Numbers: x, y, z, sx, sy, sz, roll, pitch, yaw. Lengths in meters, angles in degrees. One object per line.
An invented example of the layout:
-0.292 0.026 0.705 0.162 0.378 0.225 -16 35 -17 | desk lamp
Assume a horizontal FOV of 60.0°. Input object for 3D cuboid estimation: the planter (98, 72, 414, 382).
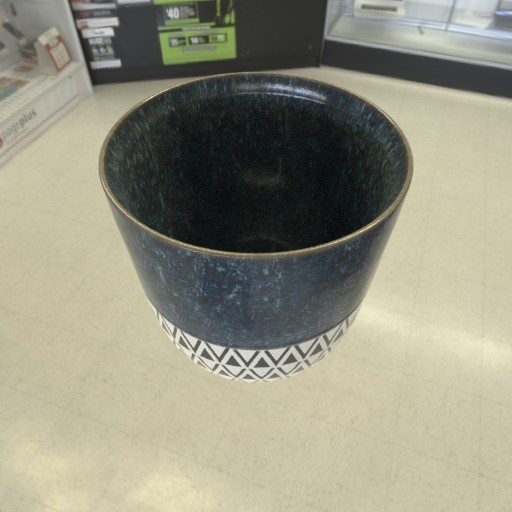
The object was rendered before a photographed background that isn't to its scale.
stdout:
0.000 0.000 0.360 0.195 0.214 0.195 0 48 0 | planter
